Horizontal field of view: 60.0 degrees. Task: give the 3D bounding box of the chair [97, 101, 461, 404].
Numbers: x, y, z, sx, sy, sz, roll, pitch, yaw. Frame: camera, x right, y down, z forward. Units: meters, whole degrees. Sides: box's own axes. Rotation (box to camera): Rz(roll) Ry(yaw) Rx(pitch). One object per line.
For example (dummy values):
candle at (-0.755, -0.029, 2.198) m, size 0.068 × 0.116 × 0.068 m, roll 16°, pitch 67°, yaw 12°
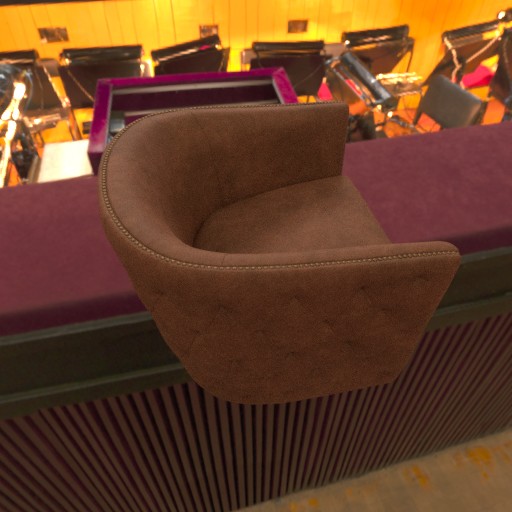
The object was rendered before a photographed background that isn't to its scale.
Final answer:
chair at (0.000, 0.000, 1.508) m, size 0.870 × 0.790 × 0.850 m, roll -9°, pitch 46°, yaw -8°
